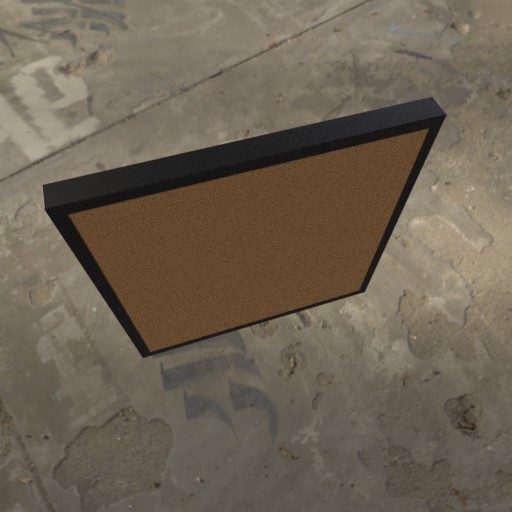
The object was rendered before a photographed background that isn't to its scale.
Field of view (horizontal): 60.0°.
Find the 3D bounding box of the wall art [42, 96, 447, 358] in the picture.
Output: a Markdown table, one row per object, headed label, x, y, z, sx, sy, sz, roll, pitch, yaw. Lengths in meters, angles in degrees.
| label | x | y | z | sx | sy | sz | roll | pitch | yaw |
| --- | --- | --- | --- | --- | --- | --- | --- | --- | --- |
| wall art | 0.000 | 0.000 | 0.757 | 0.506 | 0.506 | 0.037 | -15 | 60 | -9 |
